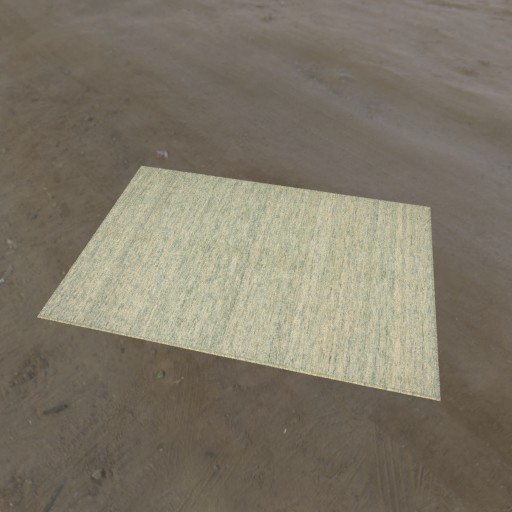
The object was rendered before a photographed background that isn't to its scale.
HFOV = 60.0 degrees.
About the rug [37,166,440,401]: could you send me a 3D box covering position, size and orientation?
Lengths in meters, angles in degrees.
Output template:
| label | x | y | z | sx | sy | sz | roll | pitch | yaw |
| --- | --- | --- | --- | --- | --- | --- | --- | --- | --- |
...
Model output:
| label | x | y | z | sx | sy | sz | roll | pitch | yaw |
| --- | --- | --- | --- | --- | --- | --- | --- | --- | --- |
| rug | 0.000 | 0.000 | 2.384 | 1.850 | 0.015 | 1.250 | 10 | 48 | 9 |
